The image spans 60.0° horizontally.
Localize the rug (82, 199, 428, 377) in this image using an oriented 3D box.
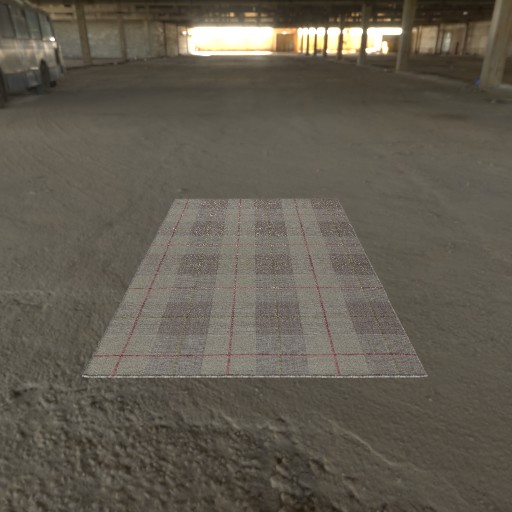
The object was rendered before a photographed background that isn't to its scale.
[{"bbox_3d":[0.000,0.000,3.065,1.549,0.010,2.464,0,26,0],"label":"rug"}]
